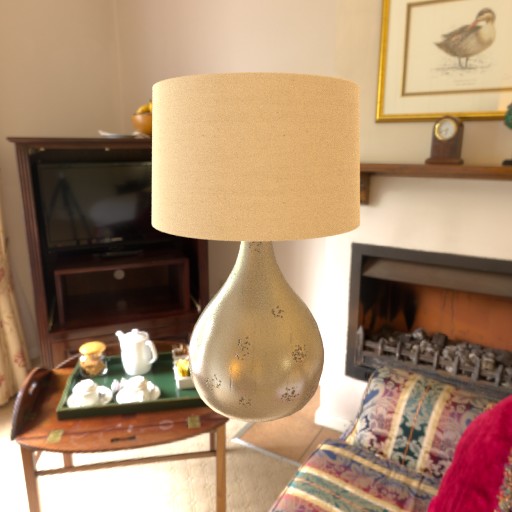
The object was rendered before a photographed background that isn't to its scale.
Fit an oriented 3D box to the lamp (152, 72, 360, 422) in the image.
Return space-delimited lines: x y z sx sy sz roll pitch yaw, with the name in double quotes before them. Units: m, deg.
"lamp" 0.000 0.000 0.734 0.330 0.521 0.330 0 14 0
